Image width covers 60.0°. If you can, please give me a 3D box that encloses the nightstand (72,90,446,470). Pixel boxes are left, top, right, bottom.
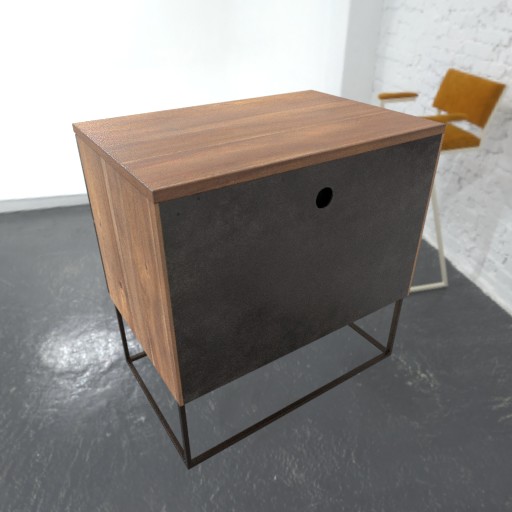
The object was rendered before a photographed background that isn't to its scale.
[{"bbox_3d":[0.000,0.000,1.026,0.605,0.611,0.427,-19,36,-28],"label":"nightstand"}]
